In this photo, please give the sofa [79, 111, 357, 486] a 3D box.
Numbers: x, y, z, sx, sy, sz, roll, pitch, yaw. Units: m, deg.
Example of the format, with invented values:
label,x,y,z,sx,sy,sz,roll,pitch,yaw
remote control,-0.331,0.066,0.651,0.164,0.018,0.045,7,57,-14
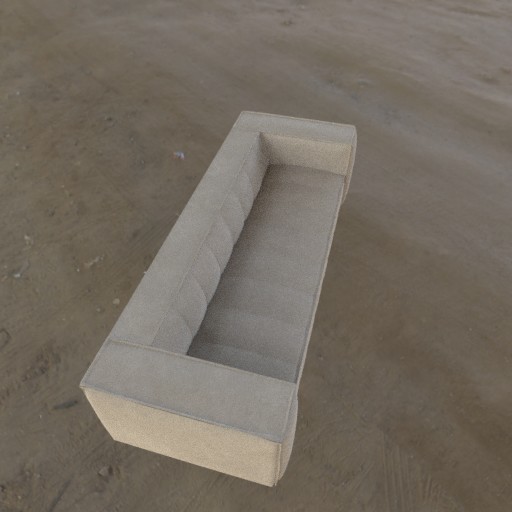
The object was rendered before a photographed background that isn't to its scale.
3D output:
label,x,y,z,sx,sy,sz,roll,pitch,yaw
sofa,0.000,0.000,3.068,1.038,0.680,2.697,11,48,11
